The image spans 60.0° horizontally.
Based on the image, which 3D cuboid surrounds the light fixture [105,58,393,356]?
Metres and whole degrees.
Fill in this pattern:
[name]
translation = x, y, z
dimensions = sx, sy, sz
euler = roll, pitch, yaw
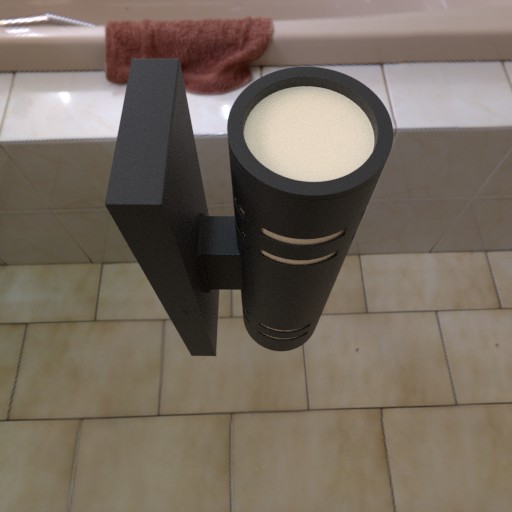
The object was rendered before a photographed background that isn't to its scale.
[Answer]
[light fixture]
translation = 0.000, 0.000, 0.391
dimensions = 0.149, 0.330, 0.105
euler = 1, 64, 0
